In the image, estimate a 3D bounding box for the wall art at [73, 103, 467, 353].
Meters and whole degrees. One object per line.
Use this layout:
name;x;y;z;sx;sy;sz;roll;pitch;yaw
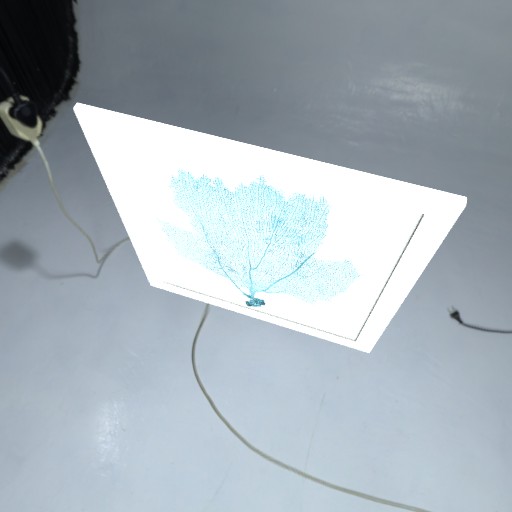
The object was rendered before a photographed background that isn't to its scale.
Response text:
wall art;0.000;0.000;0.879;0.584;0.584;0.013;16;60;9
